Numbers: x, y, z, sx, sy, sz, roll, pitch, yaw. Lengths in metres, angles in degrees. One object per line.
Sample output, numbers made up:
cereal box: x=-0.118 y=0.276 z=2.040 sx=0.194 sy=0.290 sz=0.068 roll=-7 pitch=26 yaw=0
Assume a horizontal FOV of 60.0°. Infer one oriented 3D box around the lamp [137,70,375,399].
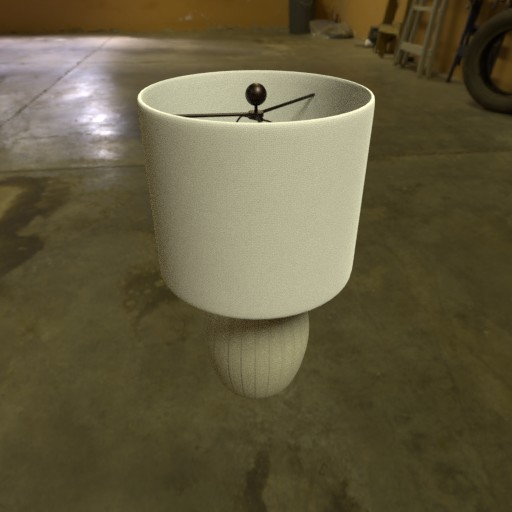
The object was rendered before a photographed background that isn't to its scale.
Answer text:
lamp: x=0.000 y=0.000 z=0.770 sx=0.329 sy=0.570 sz=0.329 roll=23 pitch=39 yaw=32
